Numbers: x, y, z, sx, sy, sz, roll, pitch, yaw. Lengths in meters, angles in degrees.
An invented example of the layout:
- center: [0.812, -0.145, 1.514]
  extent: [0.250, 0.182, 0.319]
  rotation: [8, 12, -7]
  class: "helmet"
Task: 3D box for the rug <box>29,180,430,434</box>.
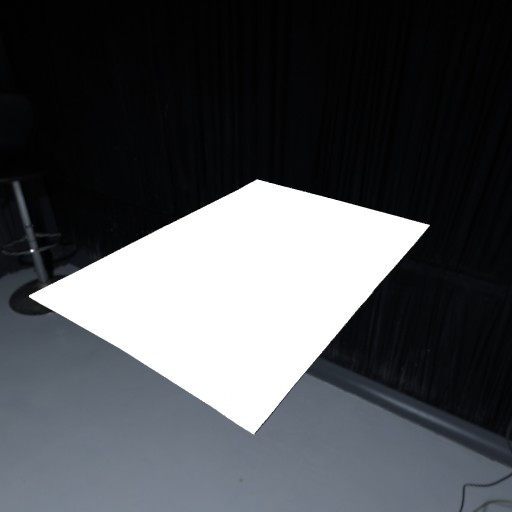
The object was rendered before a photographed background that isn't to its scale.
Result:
- center: [0.000, 0.000, 3.729]
  extent: [2.032, 0.038, 2.869]
  rotation: [20, 36, 30]
  class: "rug"
